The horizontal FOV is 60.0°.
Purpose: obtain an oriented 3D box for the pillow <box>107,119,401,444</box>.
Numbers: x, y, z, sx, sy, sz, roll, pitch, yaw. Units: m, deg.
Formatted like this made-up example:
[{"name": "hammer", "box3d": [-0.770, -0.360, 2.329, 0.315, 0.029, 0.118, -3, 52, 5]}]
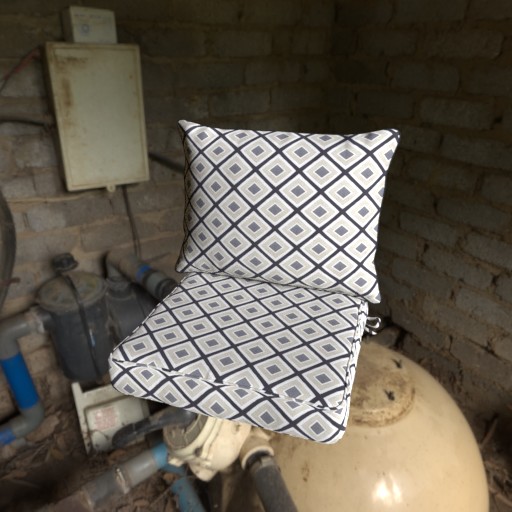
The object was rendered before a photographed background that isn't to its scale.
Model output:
[{"name": "pillow", "box3d": [0.000, 0.000, 1.382, 0.798, 0.722, 0.733, 8, 27, 16]}]
